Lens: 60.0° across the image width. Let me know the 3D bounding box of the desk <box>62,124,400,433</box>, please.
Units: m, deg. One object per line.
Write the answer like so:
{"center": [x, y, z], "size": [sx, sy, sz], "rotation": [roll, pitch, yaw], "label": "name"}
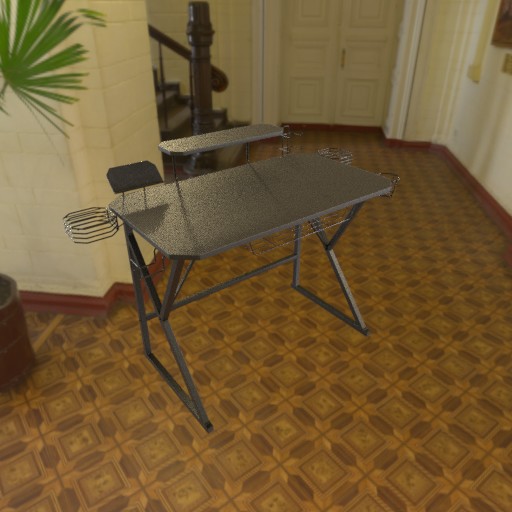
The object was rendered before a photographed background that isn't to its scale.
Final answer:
{"center": [0.000, 0.000, 1.781], "size": [1.290, 0.880, 0.580], "rotation": [-21, 36, -32], "label": "desk"}
